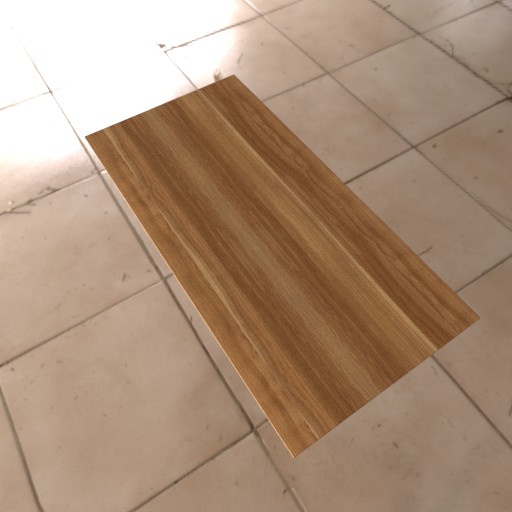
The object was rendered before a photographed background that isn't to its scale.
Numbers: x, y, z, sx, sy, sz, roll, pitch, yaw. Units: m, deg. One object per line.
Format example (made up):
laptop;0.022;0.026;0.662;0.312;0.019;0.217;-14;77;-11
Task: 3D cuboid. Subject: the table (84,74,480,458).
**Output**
table;0.000;0.000;2.533;1.000;0.770;2.000;-30;63;-17
